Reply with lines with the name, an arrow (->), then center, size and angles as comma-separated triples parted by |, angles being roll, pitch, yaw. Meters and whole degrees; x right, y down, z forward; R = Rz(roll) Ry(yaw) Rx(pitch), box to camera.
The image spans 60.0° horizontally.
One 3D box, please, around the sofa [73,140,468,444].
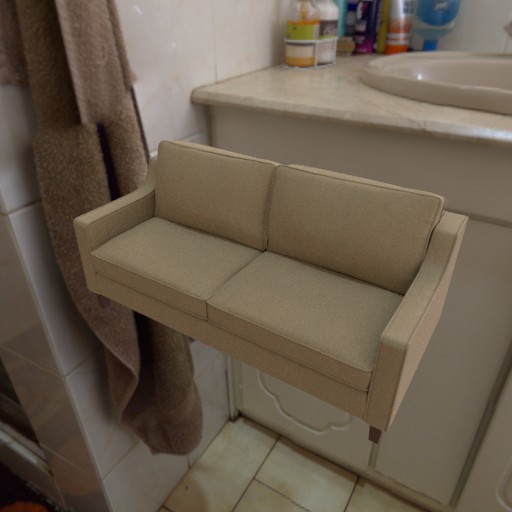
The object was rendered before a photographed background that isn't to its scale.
sofa -> 0.000, 0.000, 2.805 | 2.178, 1.071, 1.066 | 19, 36, 28
